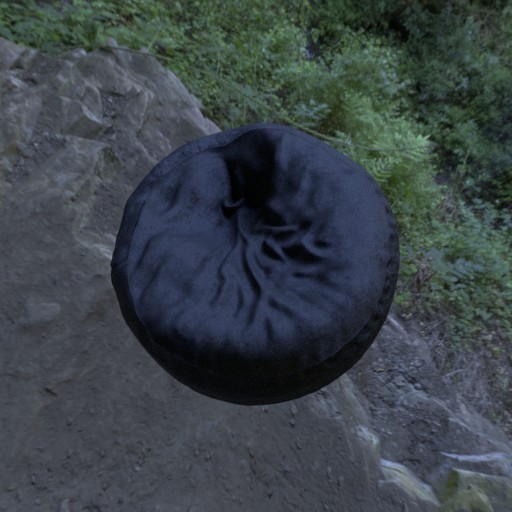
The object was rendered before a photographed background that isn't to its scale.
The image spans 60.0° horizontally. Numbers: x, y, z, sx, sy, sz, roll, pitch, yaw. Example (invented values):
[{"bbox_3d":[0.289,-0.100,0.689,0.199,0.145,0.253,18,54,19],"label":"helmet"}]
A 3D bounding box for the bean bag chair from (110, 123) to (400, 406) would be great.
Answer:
[{"bbox_3d":[0.000,0.000,2.398,1.525,0.751,1.525,0,76,0],"label":"bean bag chair"}]
